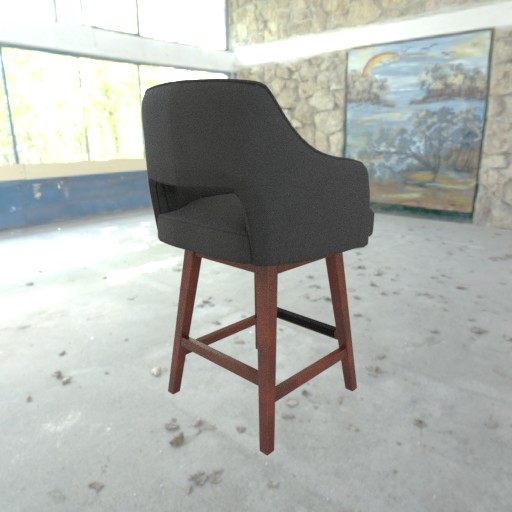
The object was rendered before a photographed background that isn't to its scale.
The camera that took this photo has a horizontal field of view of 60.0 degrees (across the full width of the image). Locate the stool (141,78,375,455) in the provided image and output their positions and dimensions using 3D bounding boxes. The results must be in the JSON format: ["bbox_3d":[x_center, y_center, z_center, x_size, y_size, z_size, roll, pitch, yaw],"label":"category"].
[{"bbox_3d":[0.000,0.000,1.290,0.548,0.912,0.558,14,21,42],"label":"stool"}]
